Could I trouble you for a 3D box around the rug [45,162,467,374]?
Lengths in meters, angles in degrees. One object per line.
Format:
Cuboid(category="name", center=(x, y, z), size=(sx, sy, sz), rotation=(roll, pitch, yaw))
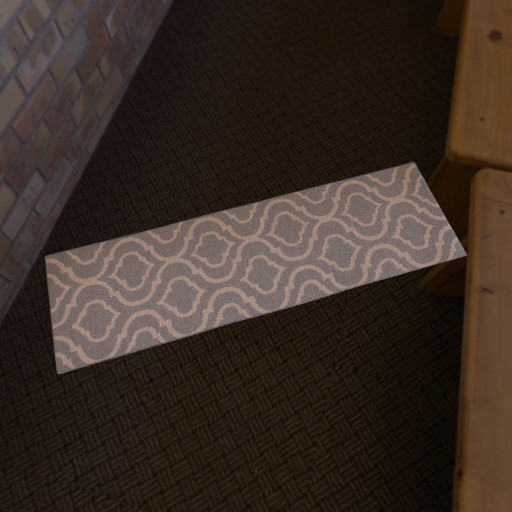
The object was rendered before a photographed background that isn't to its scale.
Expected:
Cuboid(category="rug", center=(0.000, 0.000, 2.490), size=(2.275, 0.009, 0.684), rotation=(-15, 65, -7))
